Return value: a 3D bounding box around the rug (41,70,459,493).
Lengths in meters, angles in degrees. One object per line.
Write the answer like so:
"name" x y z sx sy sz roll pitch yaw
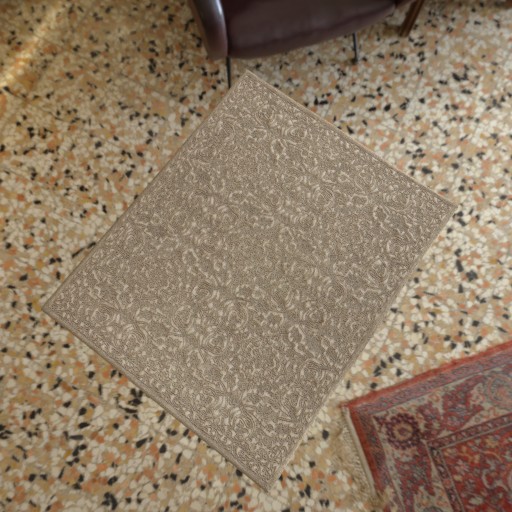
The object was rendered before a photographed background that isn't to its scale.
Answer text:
"rug" 0.000 0.000 3.992 2.472 0.035 3.017 36 78 8
